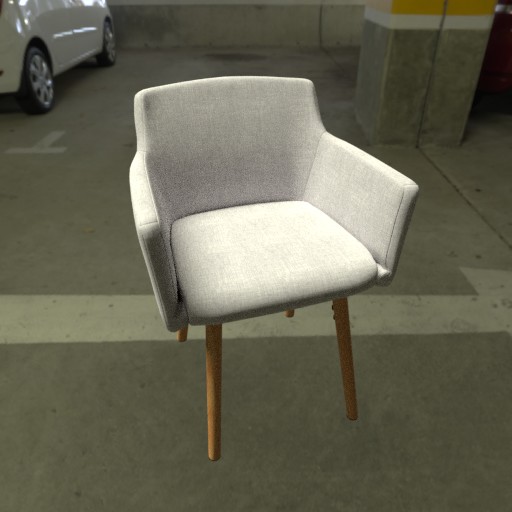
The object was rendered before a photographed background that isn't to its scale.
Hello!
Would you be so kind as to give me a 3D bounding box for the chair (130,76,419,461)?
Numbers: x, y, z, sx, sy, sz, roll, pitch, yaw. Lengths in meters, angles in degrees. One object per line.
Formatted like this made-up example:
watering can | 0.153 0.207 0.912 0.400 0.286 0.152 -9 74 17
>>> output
chair | 0.000 0.000 1.132 0.570 0.780 0.540 -10 34 -16
